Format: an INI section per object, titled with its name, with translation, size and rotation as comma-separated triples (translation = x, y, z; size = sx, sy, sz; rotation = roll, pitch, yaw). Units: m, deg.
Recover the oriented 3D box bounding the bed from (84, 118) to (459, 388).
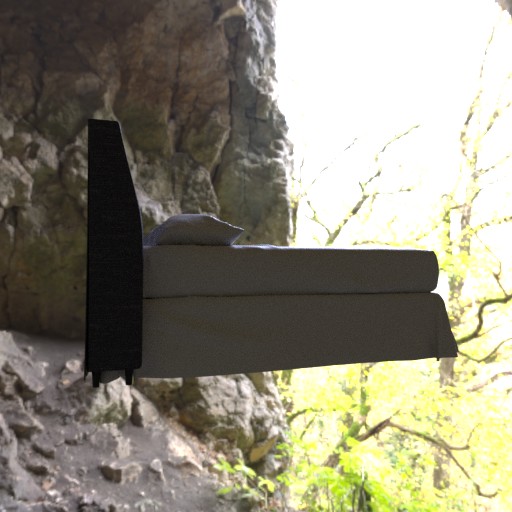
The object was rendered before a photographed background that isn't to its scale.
[bed]
translation = 0.000, 0.000, 3.346
size = 2.276, 1.332, 1.925
rotation = 0, -1, -16
